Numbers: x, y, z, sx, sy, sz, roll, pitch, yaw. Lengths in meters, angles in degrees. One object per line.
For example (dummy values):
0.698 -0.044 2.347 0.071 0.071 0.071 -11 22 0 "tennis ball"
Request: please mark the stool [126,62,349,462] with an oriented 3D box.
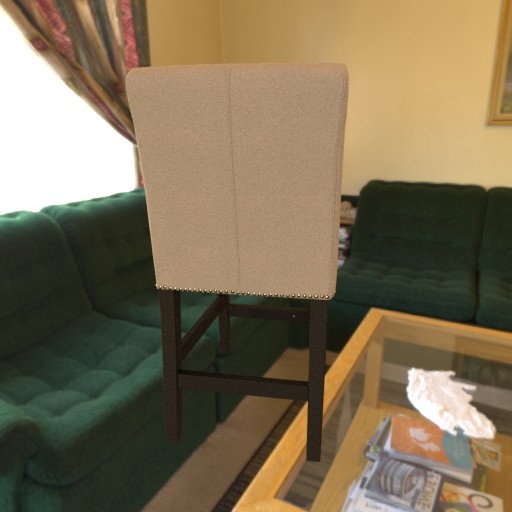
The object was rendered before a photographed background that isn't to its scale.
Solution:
0.000 0.000 1.181 0.427 0.885 0.571 3 16 10 "stool"
